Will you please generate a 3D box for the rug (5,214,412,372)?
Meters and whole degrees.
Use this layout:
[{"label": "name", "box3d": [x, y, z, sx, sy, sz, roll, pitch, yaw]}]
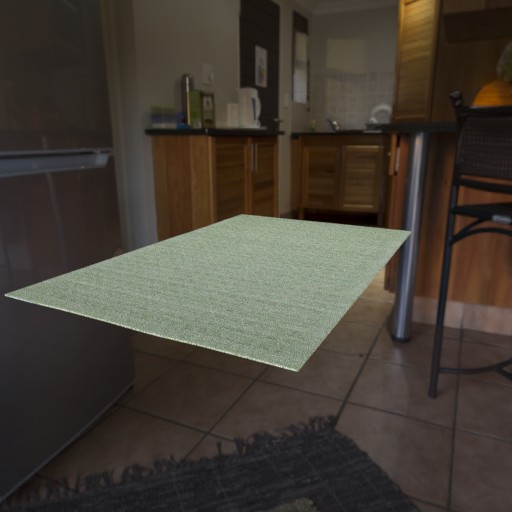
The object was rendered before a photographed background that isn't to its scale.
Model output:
[{"label": "rug", "box3d": [0.000, 0.000, 2.096, 1.143, 0.006, 1.747, 8, 18, 26]}]
